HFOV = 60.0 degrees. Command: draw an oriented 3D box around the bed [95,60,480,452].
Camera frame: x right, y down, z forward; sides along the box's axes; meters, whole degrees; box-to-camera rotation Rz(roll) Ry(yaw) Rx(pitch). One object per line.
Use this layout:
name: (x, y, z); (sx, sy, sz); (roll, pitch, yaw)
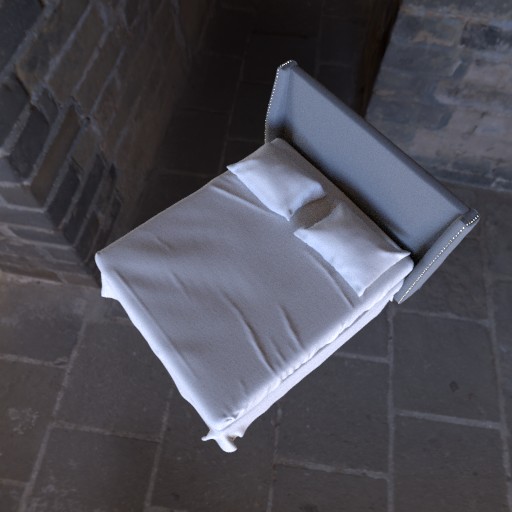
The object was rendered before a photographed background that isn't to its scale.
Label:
bed: (0.000, 0.000, 3.473); (2.276, 1.332, 1.925); (-36, 69, -16)
